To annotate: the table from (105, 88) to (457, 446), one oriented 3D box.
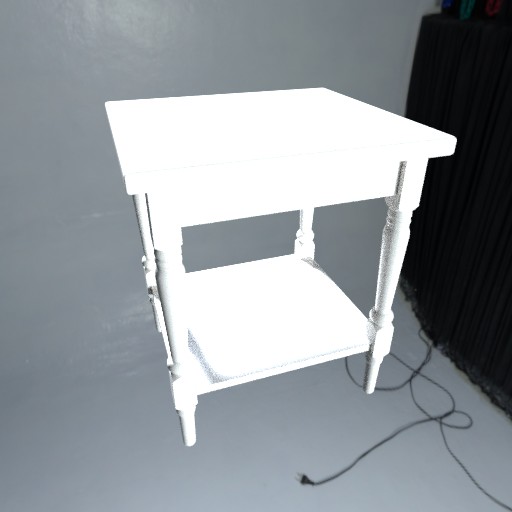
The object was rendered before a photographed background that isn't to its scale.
[{"bbox_3d":[0.000,0.000,0.918,0.488,0.565,0.442,-10,32,-16],"label":"table"}]
